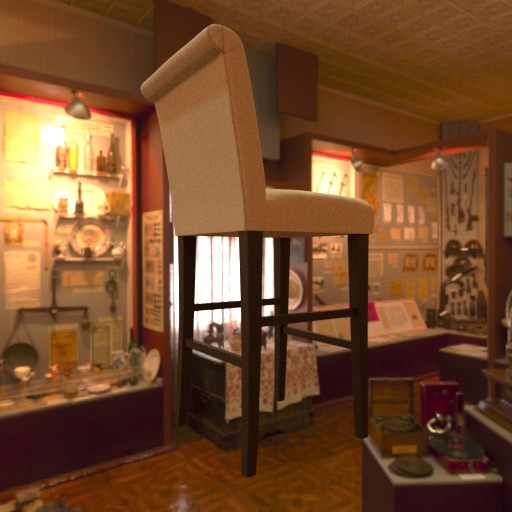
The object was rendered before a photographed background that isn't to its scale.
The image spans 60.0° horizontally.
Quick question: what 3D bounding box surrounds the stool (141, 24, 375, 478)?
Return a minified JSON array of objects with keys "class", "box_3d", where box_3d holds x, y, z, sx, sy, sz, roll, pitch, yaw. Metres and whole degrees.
[{"class":"stool","box_3d":[0.000,0.000,1.395,0.597,1.124,0.452,0,0,-35]}]
